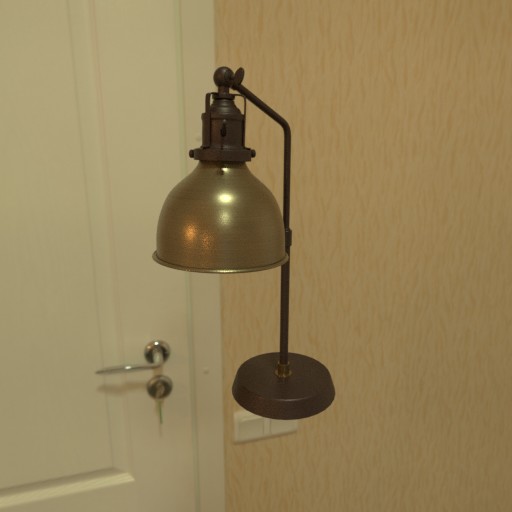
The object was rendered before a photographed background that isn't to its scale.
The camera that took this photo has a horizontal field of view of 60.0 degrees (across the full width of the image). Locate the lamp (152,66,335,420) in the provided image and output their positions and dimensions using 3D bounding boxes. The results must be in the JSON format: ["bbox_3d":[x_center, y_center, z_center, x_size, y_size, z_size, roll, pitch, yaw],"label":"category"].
[{"bbox_3d":[0.000,0.000,0.605,0.298,0.469,0.175,-14,21,-43],"label":"lamp"}]
